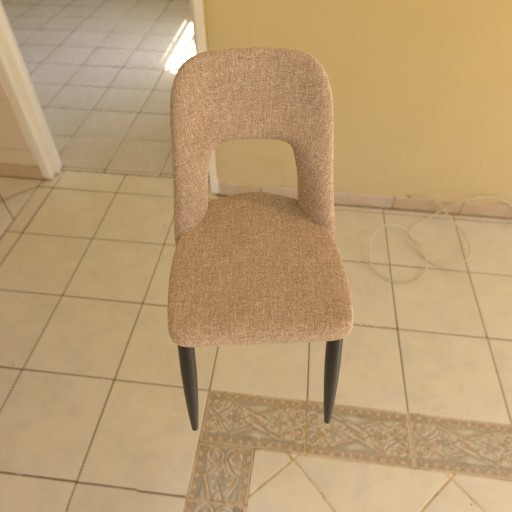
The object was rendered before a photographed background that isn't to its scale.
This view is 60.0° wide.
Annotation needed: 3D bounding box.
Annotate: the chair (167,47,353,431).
[{"bbox_3d":[0.000,0.000,1.258,0.470,0.931,0.612,-2,47,-2],"label":"chair"}]
